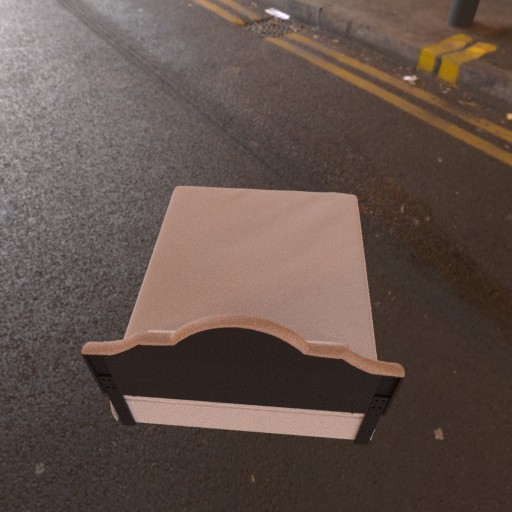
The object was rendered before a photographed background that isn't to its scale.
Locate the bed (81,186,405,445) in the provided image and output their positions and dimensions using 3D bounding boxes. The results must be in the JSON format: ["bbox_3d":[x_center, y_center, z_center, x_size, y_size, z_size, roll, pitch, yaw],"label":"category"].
[{"bbox_3d":[0.000,0.000,2.991,1.667,1.194,1.970,3,46,3],"label":"bed"}]
